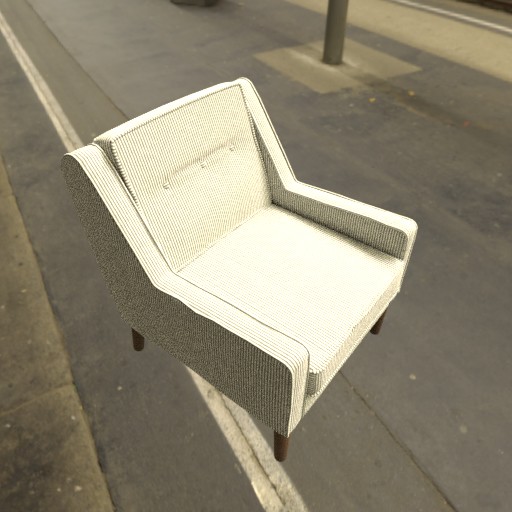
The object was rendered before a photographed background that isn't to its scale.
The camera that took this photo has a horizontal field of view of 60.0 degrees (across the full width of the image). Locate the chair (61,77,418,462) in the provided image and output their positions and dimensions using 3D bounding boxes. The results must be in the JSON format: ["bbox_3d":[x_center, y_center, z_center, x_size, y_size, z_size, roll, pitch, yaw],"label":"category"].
[{"bbox_3d":[0.000,0.000,1.319,0.743,0.792,0.663,28,48,28],"label":"chair"}]
